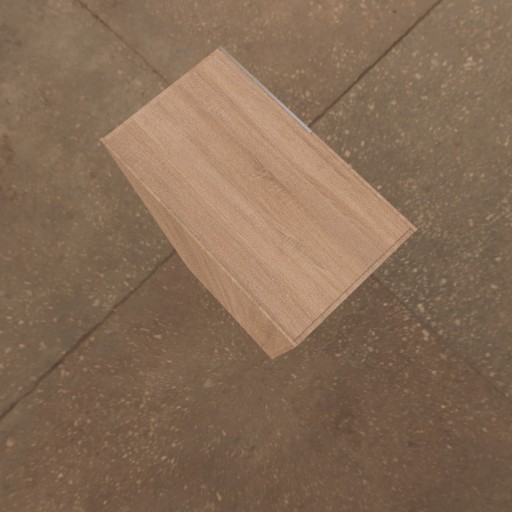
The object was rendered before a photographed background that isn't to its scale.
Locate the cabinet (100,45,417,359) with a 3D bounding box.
[{"bbox_3d":[0.000,0.000,2.569,0.590,2.121,1.001,-42,80,-10],"label":"cabinet"}]
